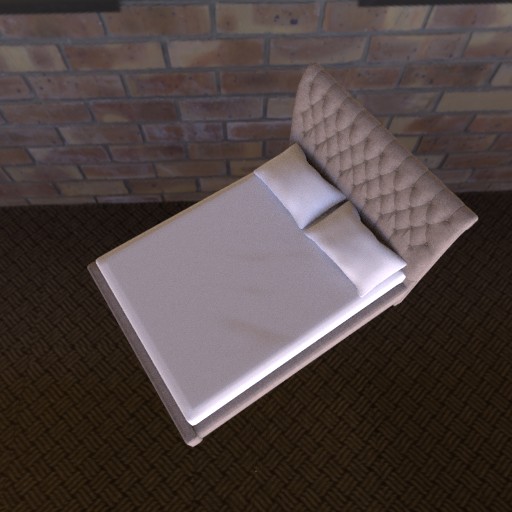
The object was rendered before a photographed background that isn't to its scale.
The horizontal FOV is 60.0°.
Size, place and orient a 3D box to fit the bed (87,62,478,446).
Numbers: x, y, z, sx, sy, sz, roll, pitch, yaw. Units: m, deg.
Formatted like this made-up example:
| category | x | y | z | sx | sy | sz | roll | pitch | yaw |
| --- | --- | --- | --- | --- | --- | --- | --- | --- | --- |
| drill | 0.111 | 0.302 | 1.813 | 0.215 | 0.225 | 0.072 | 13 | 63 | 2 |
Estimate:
| category | x | y | z | sx | sy | sz | roll | pitch | yaw |
| --- | --- | --- | --- | --- | --- | --- | --- | --- | --- |
| bed | 0.000 | 0.000 | 3.358 | 2.252 | 1.371 | 1.645 | -31 | 68 | -14 |
